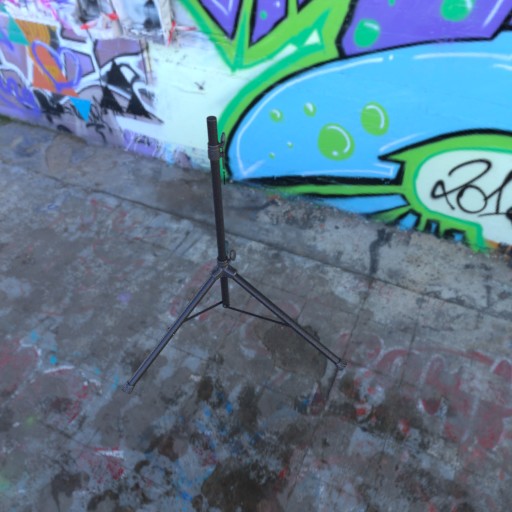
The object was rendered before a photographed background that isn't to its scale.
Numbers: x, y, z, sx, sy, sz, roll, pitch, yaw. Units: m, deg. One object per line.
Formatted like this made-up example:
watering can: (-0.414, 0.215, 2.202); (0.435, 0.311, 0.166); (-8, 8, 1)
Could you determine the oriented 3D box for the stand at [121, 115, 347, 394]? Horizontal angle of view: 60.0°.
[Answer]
stand: (0.000, 0.000, 1.779); (0.907, 1.136, 1.045); (18, 48, 17)
